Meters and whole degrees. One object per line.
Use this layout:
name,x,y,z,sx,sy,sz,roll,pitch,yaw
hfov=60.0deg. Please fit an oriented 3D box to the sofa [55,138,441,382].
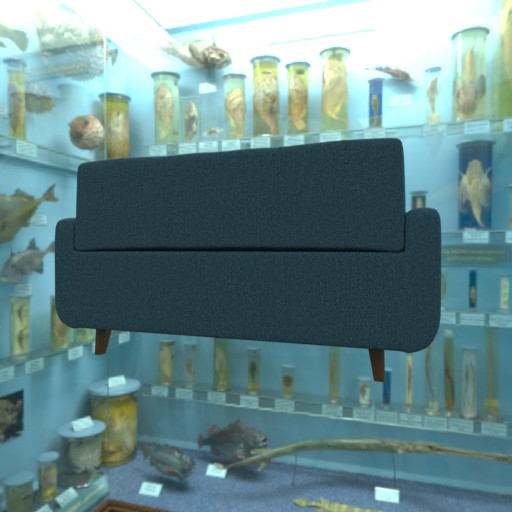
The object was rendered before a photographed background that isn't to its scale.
sofa,0.000,0.000,2.199,1.651,0.896,0.942,0,1,19
